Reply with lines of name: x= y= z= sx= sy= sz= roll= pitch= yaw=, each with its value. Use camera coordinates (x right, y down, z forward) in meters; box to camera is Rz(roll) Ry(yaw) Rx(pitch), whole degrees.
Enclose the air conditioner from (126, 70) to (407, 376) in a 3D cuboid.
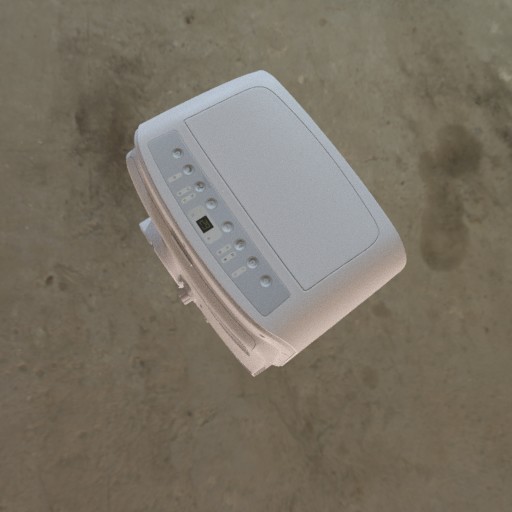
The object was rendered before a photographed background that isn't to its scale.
air conditioner: x=0.000 y=0.000 z=0.959 sx=0.365 sy=0.700 sz=0.454 roll=-33 pitch=78 yaw=-8
